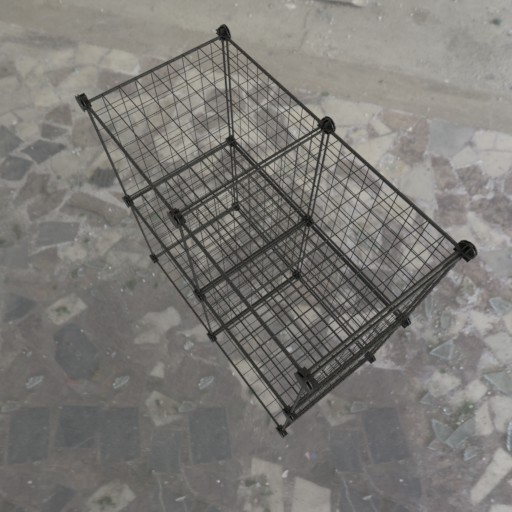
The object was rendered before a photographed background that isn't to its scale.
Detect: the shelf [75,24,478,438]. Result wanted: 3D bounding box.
[{"bbox_3d":[0.000,0.000,1.099,0.356,0.711,0.711,-34,68,-16],"label":"shelf"}]
